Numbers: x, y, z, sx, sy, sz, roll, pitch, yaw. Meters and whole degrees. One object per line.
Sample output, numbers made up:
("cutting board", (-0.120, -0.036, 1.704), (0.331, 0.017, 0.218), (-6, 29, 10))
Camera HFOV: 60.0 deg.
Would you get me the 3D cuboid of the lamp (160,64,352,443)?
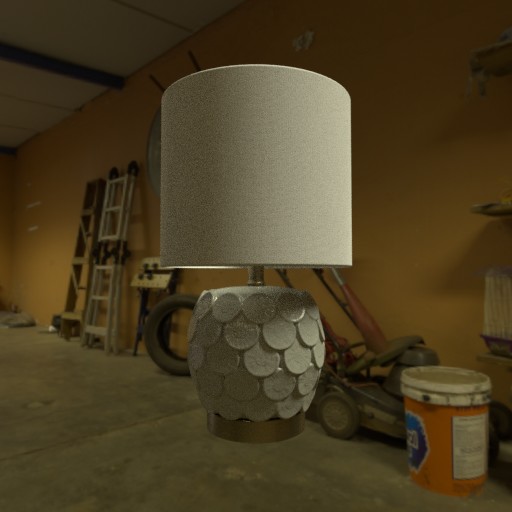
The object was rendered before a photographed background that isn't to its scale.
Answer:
("lamp", (0.000, 0.000, 0.601), (0.254, 0.452, 0.254), (0, -2, 0))
